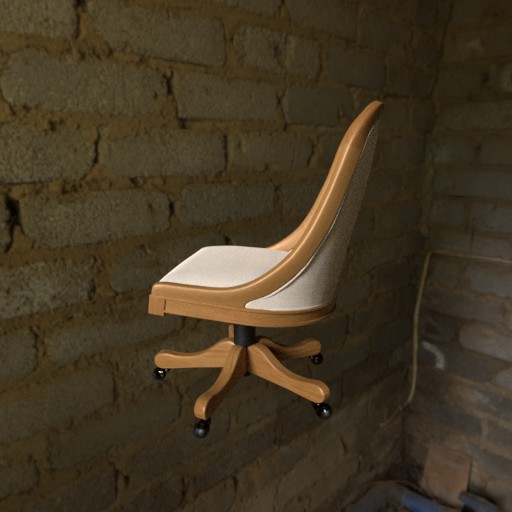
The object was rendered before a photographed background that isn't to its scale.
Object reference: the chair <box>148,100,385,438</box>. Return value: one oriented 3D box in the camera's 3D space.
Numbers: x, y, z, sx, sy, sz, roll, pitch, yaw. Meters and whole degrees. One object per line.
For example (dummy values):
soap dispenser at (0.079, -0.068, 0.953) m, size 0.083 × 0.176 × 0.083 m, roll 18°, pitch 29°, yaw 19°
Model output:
chair at (0.000, 0.000, 1.556) m, size 0.811 × 1.009 × 0.702 m, roll 2°, pitch 13°, yaw 8°
